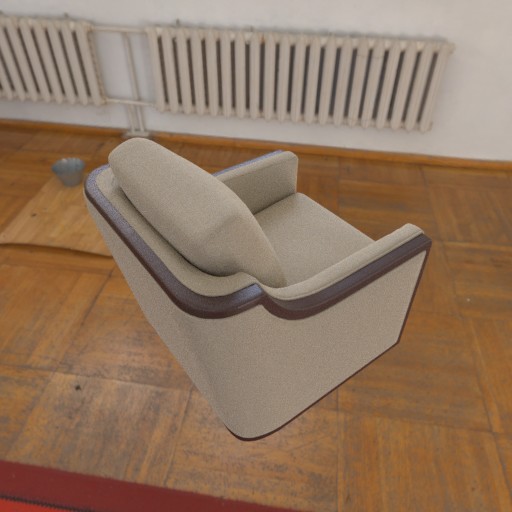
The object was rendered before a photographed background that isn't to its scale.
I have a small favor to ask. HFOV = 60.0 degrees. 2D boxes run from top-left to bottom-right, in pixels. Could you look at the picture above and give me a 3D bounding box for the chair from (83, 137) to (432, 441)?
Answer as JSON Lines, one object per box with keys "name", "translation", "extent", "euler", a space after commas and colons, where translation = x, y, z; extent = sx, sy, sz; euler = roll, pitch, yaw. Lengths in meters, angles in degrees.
{"name": "chair", "translation": [0.000, 0.000, 1.667], "extent": [0.950, 0.930, 0.870], "euler": [-26, 47, -27]}
